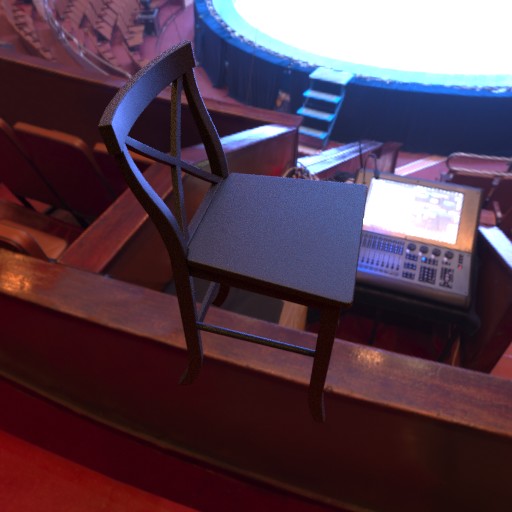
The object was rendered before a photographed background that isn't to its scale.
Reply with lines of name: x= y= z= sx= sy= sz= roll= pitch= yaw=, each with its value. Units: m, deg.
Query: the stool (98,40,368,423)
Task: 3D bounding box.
stool: x=0.000 y=0.000 z=1.268 sx=0.559 sy=0.989 sz=0.452 roll=10 pitch=46 yaw=10
